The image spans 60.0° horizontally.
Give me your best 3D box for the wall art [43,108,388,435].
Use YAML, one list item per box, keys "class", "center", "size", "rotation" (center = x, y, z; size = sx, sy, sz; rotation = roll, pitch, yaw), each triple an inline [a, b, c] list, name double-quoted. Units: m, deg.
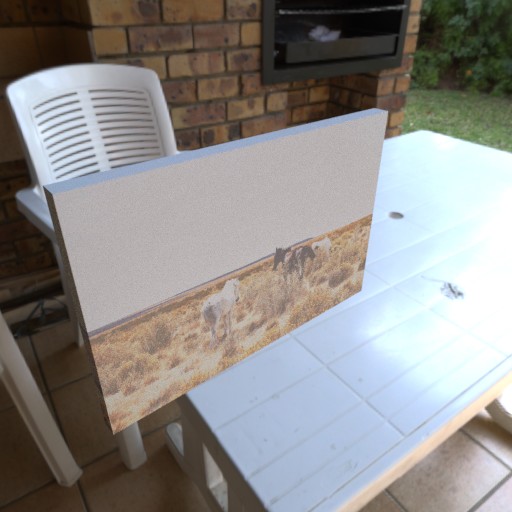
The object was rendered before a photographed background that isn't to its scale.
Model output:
- class: "wall art"
  center: [0.000, 0.000, 1.152]
  size: [0.914, 0.610, 0.050]
  rotation: [-23, 38, -33]
